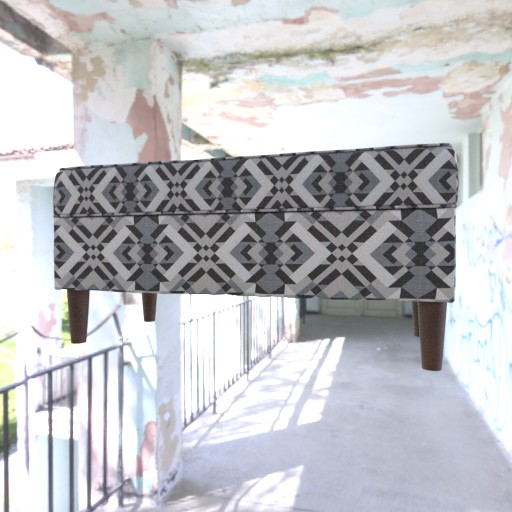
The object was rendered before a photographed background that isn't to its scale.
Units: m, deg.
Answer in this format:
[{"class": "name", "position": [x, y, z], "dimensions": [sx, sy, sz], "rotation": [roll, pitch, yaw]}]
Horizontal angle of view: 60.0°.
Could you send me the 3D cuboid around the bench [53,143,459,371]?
[{"class": "bench", "position": [0.000, 0.000, 1.270], "dimensions": [1.016, 0.477, 0.492], "rotation": [0, 1, 17]}]
